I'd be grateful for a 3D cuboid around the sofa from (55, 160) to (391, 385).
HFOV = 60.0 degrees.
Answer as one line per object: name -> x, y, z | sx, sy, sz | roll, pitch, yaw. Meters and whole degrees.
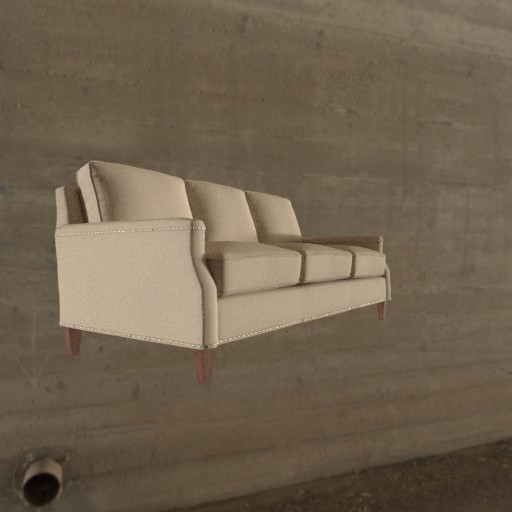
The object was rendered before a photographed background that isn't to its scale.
sofa -> 0.000, 0.000, 2.891 | 1.084, 1.003, 2.246 | 0, 0, 35
